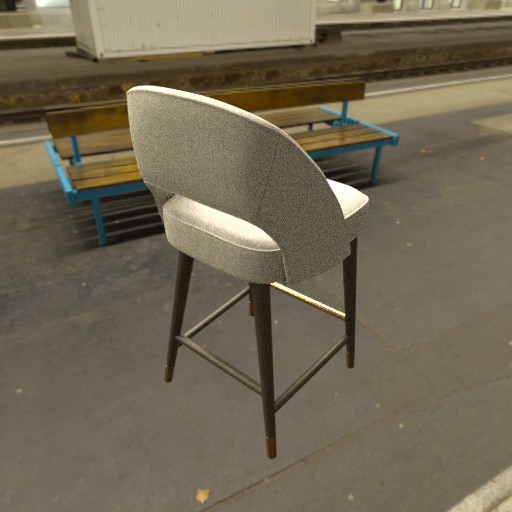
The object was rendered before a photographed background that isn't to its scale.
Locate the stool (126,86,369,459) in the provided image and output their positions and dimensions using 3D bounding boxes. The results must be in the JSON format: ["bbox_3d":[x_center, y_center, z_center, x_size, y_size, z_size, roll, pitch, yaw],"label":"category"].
[{"bbox_3d":[0.000,0.000,1.207,0.494,0.940,0.509,23,39,33],"label":"stool"}]
